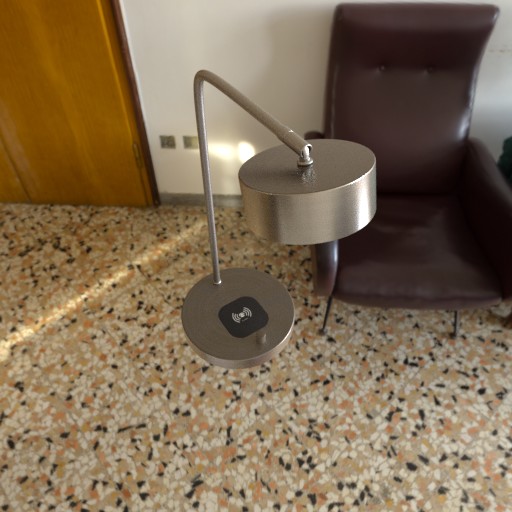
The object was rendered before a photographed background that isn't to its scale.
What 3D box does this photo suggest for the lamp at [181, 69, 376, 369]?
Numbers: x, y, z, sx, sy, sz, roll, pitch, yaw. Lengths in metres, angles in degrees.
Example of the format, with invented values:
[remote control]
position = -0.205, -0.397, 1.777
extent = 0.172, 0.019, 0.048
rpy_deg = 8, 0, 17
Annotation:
[lamp]
position = 0.000, 0.000, 0.640
extent = 0.211, 0.469, 0.334
rpy_deg = -25, 52, -22
